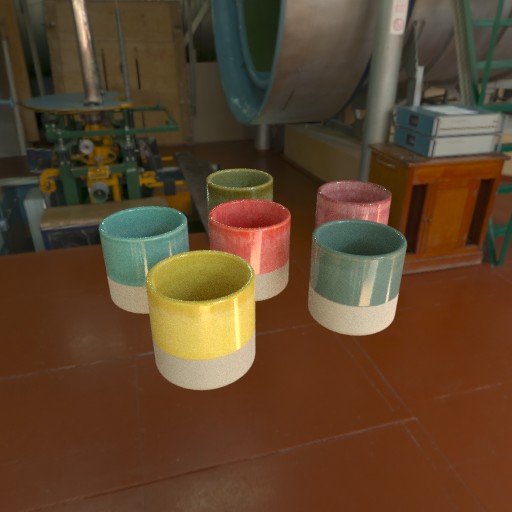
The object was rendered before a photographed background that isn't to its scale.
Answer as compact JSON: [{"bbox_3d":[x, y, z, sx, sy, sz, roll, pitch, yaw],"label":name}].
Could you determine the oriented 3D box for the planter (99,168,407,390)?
[{"bbox_3d":[0.000,0.000,0.410,0.257,0.075,0.286,9,29,16],"label":"planter"}]
